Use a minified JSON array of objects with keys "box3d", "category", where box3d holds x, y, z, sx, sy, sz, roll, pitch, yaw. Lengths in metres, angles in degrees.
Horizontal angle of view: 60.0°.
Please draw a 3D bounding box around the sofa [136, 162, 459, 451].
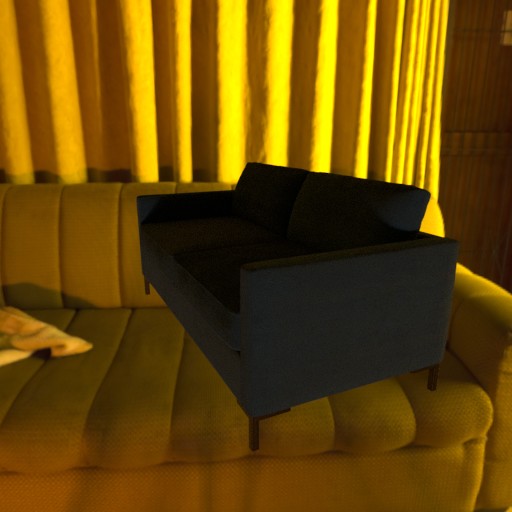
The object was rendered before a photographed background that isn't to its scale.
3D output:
[{"box3d":[0.000,0.000,2.198,0.875,0.817,1.676,-8,18,-25],"category":"sofa"}]
